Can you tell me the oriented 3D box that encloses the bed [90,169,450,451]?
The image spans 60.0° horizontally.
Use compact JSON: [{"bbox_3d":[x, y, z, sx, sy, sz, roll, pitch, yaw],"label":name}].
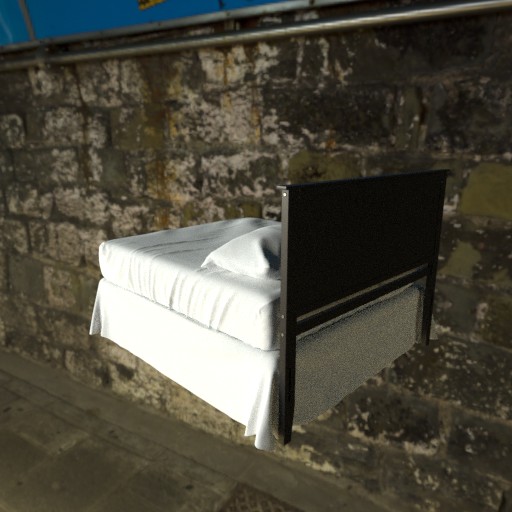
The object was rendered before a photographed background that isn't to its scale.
[{"bbox_3d":[0.000,0.000,3.256,1.870,1.270,2.050,-14,20,-43],"label":"bed"}]
